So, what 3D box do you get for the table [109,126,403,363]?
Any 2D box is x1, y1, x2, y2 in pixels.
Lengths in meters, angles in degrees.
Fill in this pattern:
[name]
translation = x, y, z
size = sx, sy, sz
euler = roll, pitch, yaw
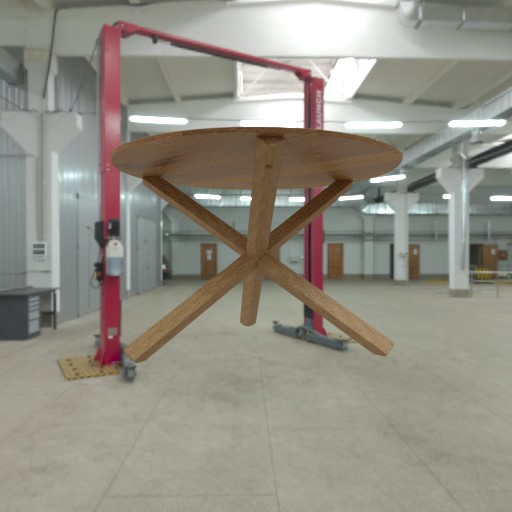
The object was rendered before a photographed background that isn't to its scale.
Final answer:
[table]
translation = 0.000, 0.000, 1.651
size = 1.038, 0.666, 1.038
euler = 0, 0, 0
